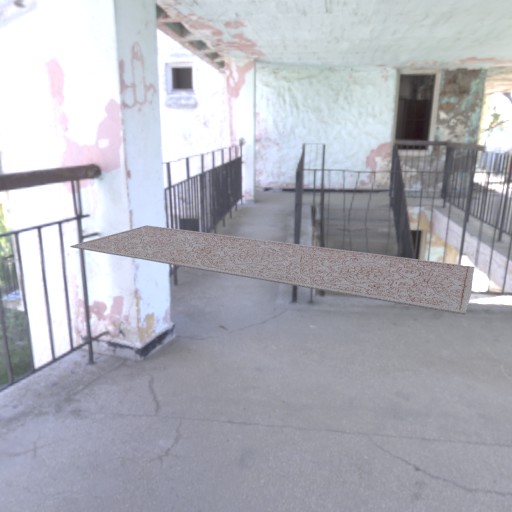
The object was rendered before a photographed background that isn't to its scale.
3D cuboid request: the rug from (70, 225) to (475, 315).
[{"bbox_3d":[0.000,0.000,2.769,2.448,0.012,0.769,8,18,27],"label":"rug"}]
